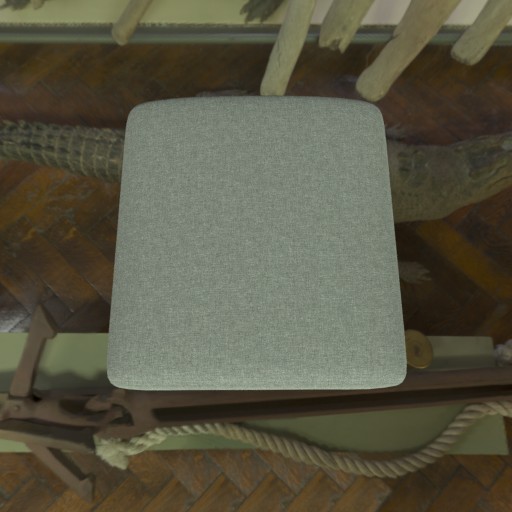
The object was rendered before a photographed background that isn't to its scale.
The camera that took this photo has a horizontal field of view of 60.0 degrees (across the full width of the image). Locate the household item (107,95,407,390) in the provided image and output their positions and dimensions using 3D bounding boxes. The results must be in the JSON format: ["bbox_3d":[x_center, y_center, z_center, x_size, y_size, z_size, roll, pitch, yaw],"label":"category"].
[{"bbox_3d":[0.000,0.000,0.912,0.530,0.410,0.530,0,74,0],"label":"household item"}]
